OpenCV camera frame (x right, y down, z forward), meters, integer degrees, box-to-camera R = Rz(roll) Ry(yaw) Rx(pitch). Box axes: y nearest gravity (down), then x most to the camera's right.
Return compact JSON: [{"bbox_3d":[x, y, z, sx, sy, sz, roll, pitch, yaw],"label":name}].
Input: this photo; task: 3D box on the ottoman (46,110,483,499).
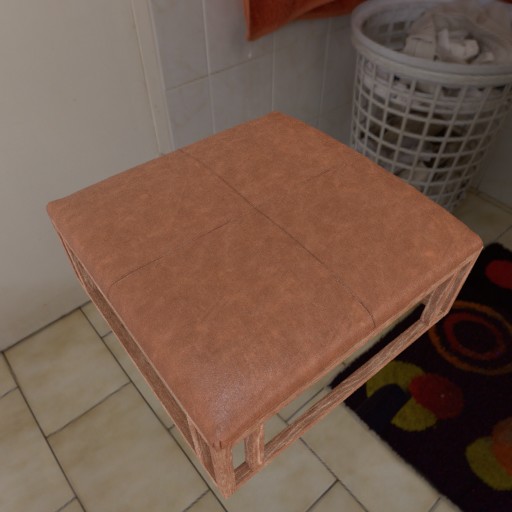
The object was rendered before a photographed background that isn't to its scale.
[{"bbox_3d":[0.000,0.000,1.534,1.016,0.442,1.013,-30,54,-25],"label":"ottoman"}]
